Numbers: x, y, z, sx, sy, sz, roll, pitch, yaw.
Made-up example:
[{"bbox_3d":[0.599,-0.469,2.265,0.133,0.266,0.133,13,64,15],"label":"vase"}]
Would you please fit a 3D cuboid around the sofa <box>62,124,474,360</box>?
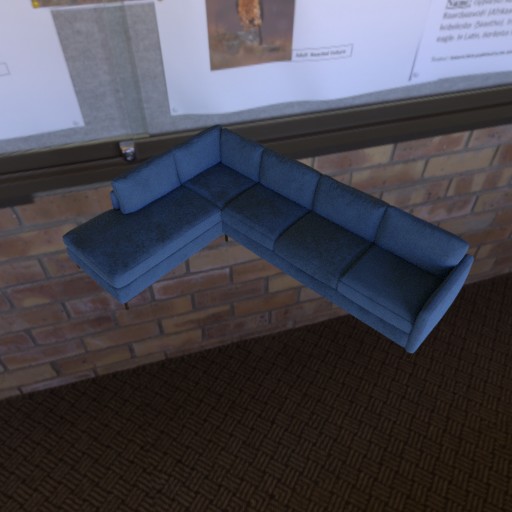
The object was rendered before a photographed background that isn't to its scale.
[{"bbox_3d":[0.000,0.000,3.813,2.949,0.815,2.007,32,54,28],"label":"sofa"}]
